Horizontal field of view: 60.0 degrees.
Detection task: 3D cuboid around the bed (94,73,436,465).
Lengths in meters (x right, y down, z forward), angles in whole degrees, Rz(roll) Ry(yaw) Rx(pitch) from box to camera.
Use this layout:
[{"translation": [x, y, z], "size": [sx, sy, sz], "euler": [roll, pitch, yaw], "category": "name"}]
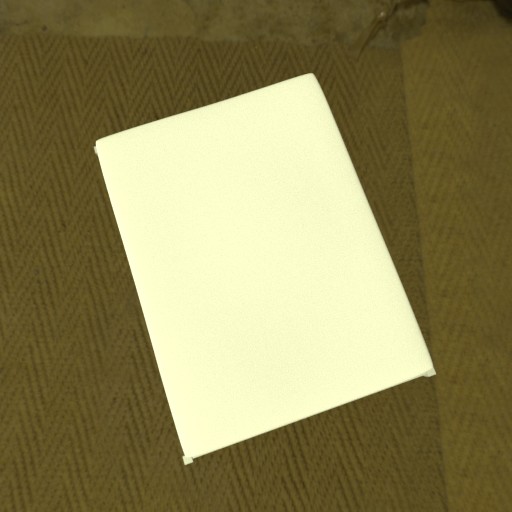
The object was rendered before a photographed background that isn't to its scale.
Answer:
[{"translation": [0.000, 0.000, 2.845], "size": [1.604, 0.510, 2.108], "euler": [-18, 79, -4], "category": "bed"}]
